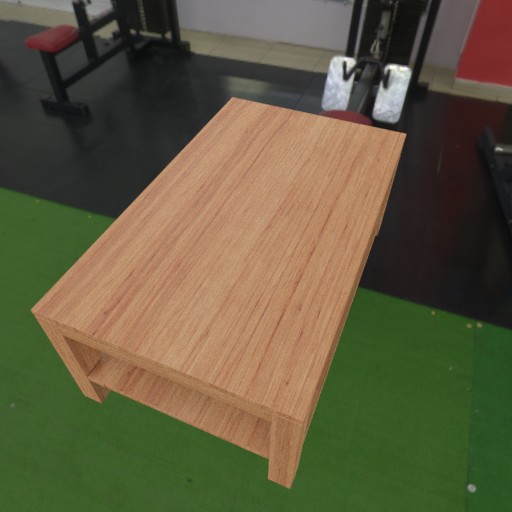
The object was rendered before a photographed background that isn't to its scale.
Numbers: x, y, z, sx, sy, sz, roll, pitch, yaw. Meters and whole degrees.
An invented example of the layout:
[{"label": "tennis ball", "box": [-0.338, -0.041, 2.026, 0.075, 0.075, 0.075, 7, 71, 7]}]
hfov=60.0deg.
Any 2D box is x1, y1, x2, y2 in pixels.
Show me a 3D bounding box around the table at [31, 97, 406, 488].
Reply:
[{"label": "table", "box": [0.000, 0.000, 1.503, 0.695, 0.457, 1.146, 17, 49, 16]}]
